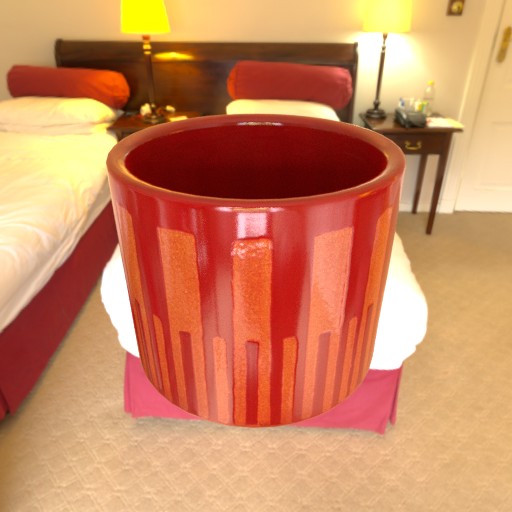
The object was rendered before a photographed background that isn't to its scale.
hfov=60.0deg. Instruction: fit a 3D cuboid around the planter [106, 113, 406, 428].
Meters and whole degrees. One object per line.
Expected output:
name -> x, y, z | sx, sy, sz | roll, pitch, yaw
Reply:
planter -> 0.000, 0.000, 0.401 | 0.230, 0.202, 0.230 | 0, 30, 0
